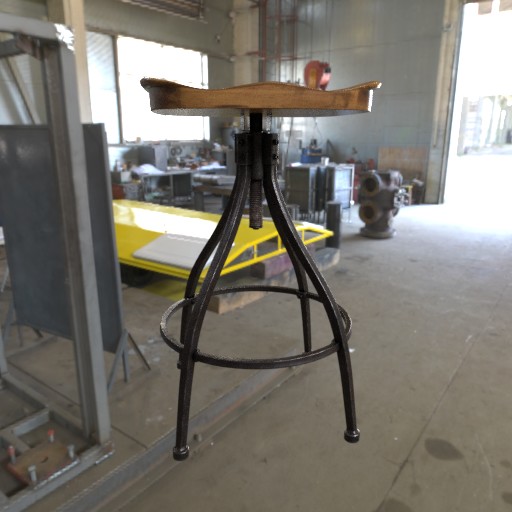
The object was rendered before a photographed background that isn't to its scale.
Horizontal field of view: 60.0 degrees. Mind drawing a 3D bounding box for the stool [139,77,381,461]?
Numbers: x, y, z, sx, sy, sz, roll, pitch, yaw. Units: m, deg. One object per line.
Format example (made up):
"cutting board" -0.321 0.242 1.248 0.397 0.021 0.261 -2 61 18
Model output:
"stool" 0.000 0.000 0.954 0.432 0.694 0.424 -2 15 -8
